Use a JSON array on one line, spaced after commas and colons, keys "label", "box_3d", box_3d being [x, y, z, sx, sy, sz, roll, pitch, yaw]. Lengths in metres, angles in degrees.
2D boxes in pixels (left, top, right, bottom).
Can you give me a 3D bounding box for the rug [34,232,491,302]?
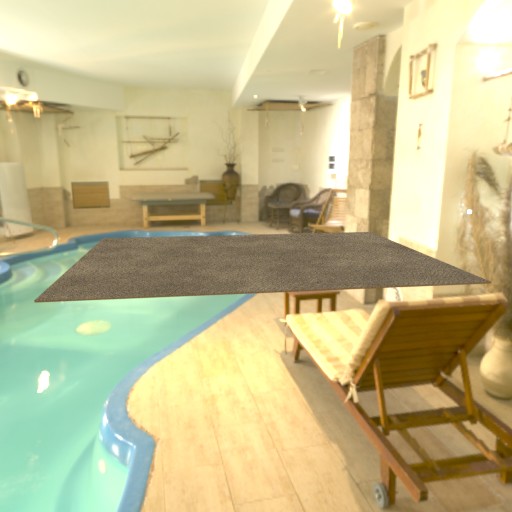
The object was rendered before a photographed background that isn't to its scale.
[{"label": "rug", "box_3d": [0.000, 0.000, 2.907, 2.235, 0.008, 1.600, -2, 13, -8]}]
